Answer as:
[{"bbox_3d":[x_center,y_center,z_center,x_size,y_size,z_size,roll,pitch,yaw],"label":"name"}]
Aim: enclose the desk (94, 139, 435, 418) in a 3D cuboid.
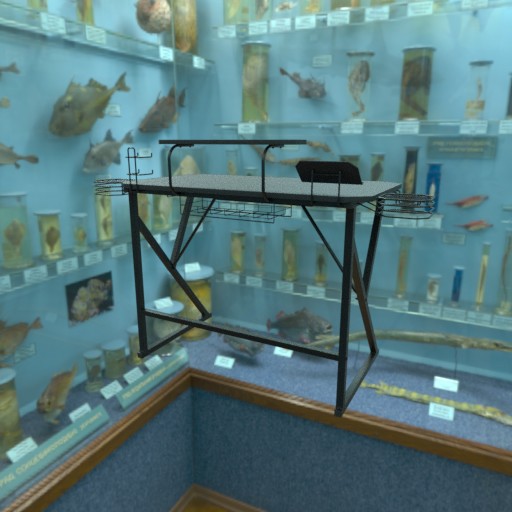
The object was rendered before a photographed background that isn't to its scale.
[{"bbox_3d":[0.000,0.000,1.735,1.290,0.880,0.580,8,17,27],"label":"desk"}]
